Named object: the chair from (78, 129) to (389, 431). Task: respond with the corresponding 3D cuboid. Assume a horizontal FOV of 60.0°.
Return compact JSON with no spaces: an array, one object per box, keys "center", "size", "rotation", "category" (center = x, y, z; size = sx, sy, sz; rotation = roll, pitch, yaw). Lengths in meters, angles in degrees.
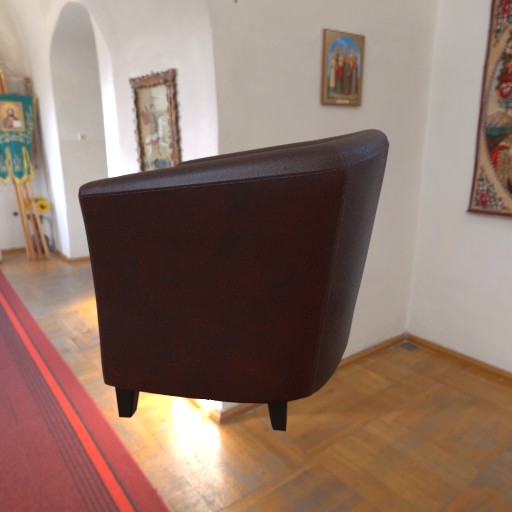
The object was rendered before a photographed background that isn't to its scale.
[{"center":[0.000,0.000,1.373],"size":[0.727,0.756,0.792],"rotation":[2,16,8],"category":"chair"}]
